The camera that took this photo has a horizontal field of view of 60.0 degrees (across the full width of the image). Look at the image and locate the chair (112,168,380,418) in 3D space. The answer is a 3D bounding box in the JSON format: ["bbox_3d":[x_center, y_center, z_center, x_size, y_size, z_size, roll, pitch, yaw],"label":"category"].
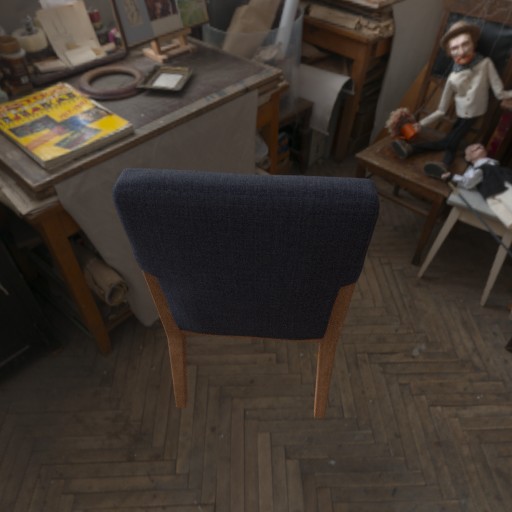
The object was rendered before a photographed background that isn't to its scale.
[{"bbox_3d":[0.000,0.000,1.286,0.507,0.911,0.586,3,46,3],"label":"chair"}]
